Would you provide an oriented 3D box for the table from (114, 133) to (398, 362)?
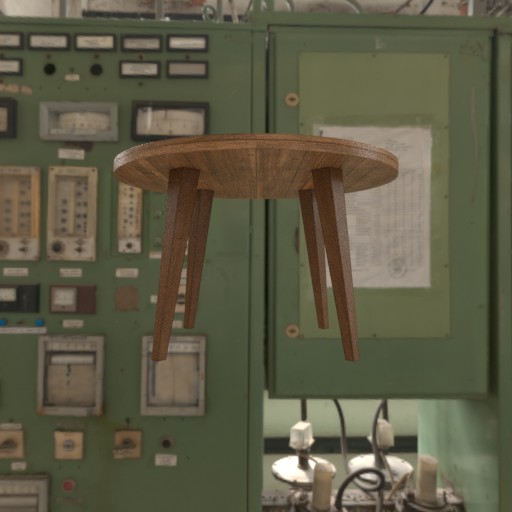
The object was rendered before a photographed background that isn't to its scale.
[{"bbox_3d":[0.000,0.000,1.984,1.213,0.764,1.213,0,0,0],"label":"table"}]
